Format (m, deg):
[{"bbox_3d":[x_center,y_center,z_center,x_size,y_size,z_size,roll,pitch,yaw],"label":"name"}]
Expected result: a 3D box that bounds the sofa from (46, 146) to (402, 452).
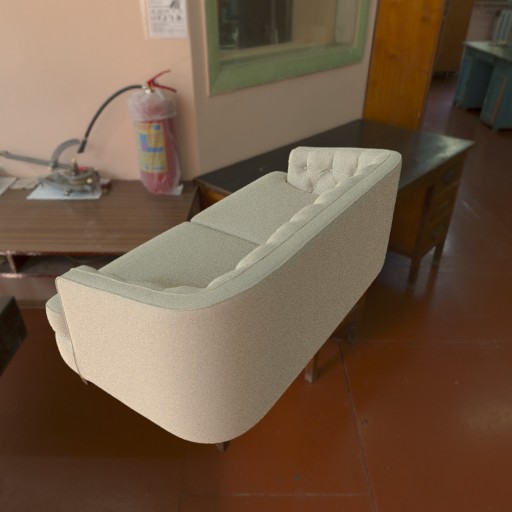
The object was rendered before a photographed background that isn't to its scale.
[{"bbox_3d":[0.000,0.000,2.184,0.941,0.855,1.733,20,38,29],"label":"sofa"}]
